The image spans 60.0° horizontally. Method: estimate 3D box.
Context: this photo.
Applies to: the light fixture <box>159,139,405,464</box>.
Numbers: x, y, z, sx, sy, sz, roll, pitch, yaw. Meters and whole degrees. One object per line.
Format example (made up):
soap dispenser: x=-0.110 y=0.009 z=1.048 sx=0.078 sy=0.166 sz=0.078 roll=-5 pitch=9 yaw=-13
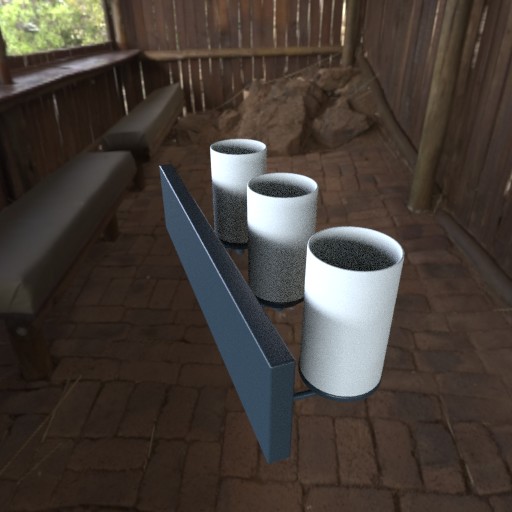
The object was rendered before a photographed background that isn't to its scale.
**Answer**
light fixture: x=0.000 y=0.000 z=0.529 sx=0.145 sy=0.172 sz=0.451 roll=-10 pitch=32 yaw=-17
